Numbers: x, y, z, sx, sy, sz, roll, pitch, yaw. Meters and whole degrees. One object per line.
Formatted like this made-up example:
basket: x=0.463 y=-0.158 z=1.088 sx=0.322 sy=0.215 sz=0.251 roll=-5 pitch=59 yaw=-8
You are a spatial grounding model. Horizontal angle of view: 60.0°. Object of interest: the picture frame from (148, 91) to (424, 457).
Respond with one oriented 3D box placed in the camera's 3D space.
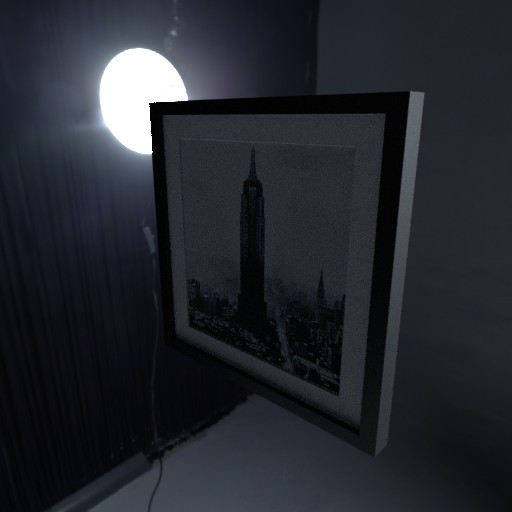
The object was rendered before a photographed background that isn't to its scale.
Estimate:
picture frame: x=0.000 y=0.000 z=0.526 sx=0.355 sy=0.353 sz=0.029 roll=15 pitch=23 yaw=40
